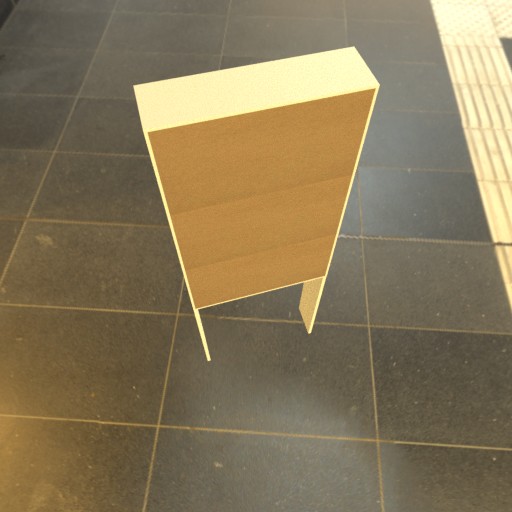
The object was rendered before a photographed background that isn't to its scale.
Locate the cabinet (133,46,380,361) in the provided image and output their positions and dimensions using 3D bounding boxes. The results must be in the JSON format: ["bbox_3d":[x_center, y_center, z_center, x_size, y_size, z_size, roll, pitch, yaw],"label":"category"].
[{"bbox_3d":[0.000,0.000,1.953,0.643,1.770,0.192,-14,59,-8],"label":"cabinet"}]
